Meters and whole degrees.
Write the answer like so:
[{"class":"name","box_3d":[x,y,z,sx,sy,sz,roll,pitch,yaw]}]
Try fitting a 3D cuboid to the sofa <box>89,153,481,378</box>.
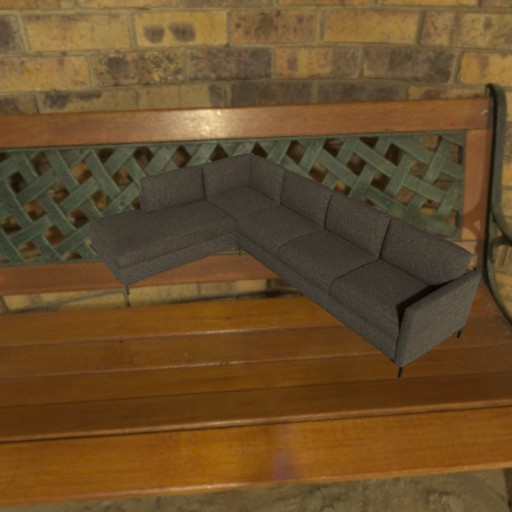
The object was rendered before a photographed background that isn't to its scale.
[{"class":"sofa","box_3d":[0.000,0.000,3.844,2.007,0.815,2.949,-21,37,-30]}]
